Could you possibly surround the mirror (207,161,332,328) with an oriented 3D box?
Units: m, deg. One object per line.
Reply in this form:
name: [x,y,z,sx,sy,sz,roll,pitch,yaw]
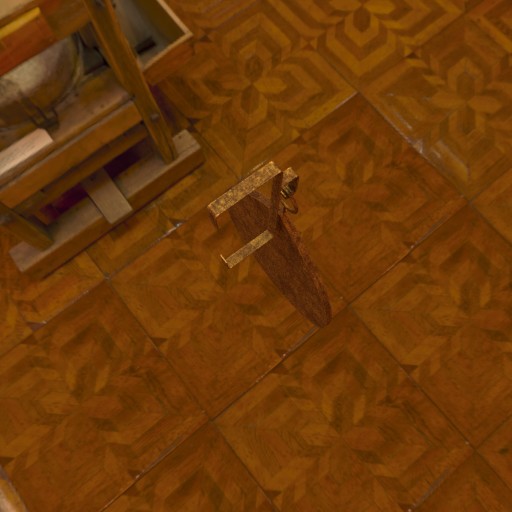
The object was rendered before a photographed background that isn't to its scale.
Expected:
mirror: [0.000,0.000,0.924,0.144,0.744,0.405,-36,78,-9]
